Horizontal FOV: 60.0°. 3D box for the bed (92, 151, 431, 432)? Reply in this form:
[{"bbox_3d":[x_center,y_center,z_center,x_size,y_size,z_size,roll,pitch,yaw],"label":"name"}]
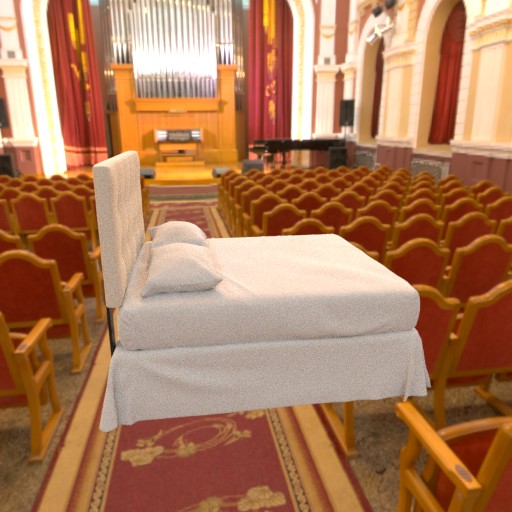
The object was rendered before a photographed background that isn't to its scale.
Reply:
[{"bbox_3d":[0.000,0.000,3.530,2.222,1.577,1.936,-2,16,-8],"label":"bed"}]
